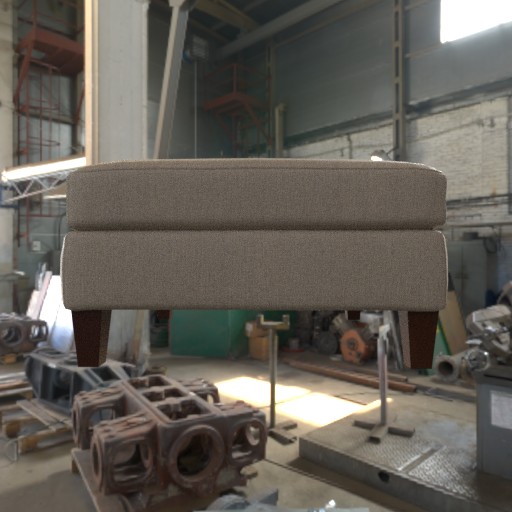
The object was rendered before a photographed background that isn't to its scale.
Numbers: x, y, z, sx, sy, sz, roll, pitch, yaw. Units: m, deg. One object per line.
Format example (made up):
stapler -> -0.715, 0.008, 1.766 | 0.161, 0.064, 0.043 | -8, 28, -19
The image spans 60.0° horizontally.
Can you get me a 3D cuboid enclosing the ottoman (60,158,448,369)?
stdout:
ottoman -> 0.000, 0.000, 1.338 | 0.838, 0.481, 0.838 | 0, 0, 1
